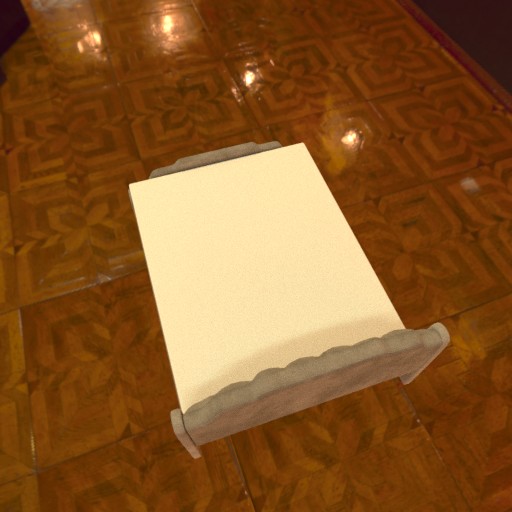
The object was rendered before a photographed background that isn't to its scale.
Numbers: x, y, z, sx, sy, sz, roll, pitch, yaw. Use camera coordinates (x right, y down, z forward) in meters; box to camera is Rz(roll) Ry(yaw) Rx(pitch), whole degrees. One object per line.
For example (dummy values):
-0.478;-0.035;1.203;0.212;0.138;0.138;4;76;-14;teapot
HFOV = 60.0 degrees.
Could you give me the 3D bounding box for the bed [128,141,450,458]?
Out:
0.000;0.000;3.404;1.676;1.245;2.340;-16;59;-10;bed
